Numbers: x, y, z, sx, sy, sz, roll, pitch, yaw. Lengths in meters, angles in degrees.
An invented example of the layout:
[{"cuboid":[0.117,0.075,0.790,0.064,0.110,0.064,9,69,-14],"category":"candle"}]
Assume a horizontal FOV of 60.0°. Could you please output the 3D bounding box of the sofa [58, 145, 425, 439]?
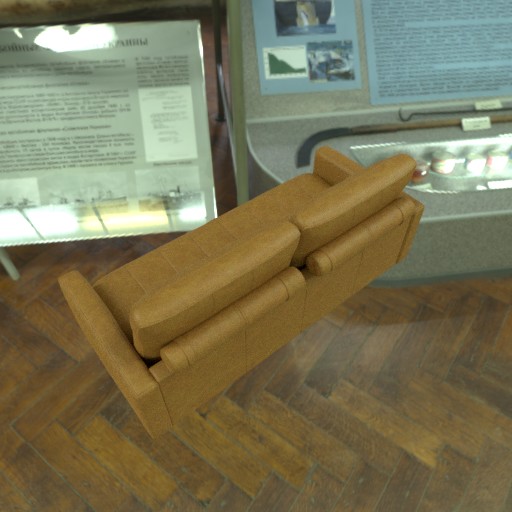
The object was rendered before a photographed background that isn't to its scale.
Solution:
[{"cuboid":[0.000,0.000,2.356,1.821,0.898,0.850,-31,54,-25],"category":"sofa"}]
